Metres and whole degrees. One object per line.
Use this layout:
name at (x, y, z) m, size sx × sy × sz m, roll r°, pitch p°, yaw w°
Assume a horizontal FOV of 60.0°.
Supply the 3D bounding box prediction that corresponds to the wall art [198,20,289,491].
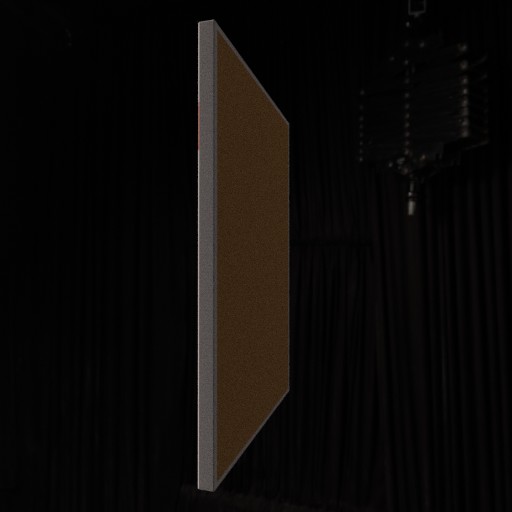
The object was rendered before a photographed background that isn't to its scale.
wall art at (0.000, 0.000, 1.589) m, size 0.046 × 1.221 × 0.914 m, roll 0°, pitch 0°, yaw 16°
